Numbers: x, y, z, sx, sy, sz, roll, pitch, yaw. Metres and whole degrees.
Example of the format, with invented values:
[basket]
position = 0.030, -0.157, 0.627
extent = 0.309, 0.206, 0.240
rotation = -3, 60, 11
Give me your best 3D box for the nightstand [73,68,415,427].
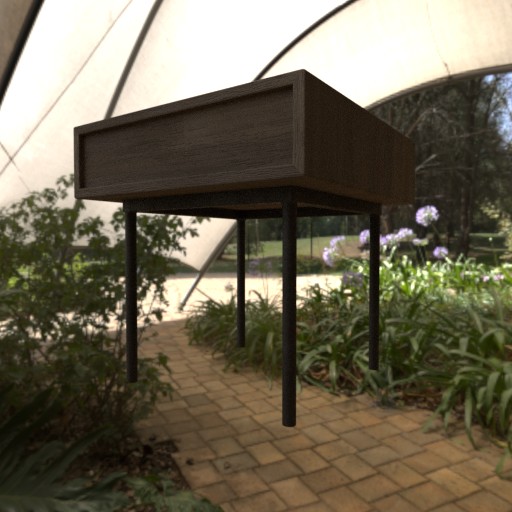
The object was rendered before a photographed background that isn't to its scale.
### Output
[nightstand]
position = 0.000, 0.000, 0.916
extent = 0.502, 0.497, 0.503
rotation = 1, 2, 35
